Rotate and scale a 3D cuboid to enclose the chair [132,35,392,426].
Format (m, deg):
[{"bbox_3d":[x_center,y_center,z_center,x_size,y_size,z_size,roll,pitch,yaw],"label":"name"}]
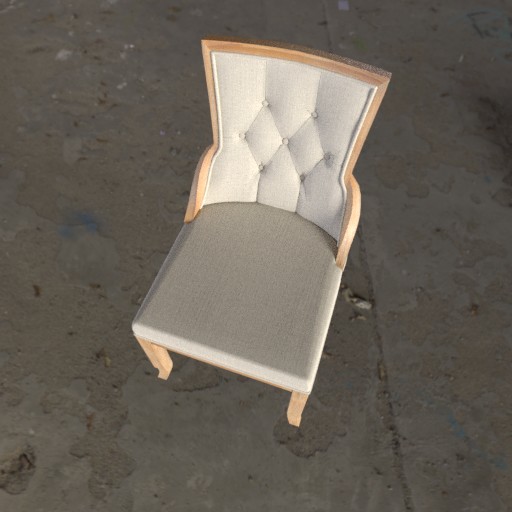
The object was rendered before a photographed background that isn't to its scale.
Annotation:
[{"bbox_3d":[0.000,0.000,1.301,0.524,0.947,0.641,16,60,10],"label":"chair"}]
